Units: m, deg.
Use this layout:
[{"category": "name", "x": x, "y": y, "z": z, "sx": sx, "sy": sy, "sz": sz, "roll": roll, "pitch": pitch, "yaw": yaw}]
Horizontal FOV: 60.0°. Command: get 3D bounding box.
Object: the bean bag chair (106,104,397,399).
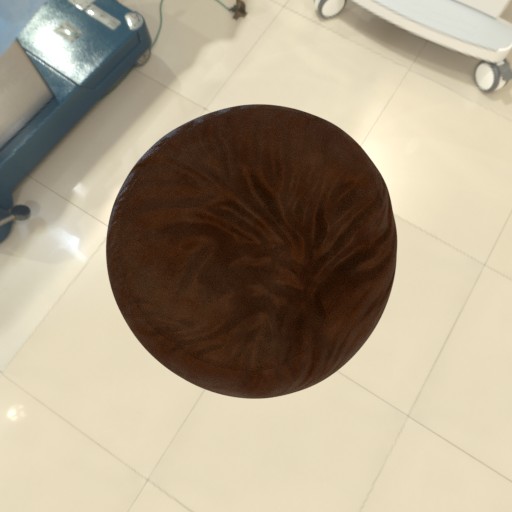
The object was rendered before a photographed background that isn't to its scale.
[{"category": "bean bag chair", "x": 0.000, "y": 0.000, "z": 1.504, "sx": 0.918, "sy": 0.616, "sz": 0.918, "roll": 0, "pitch": 74, "yaw": 0}]
